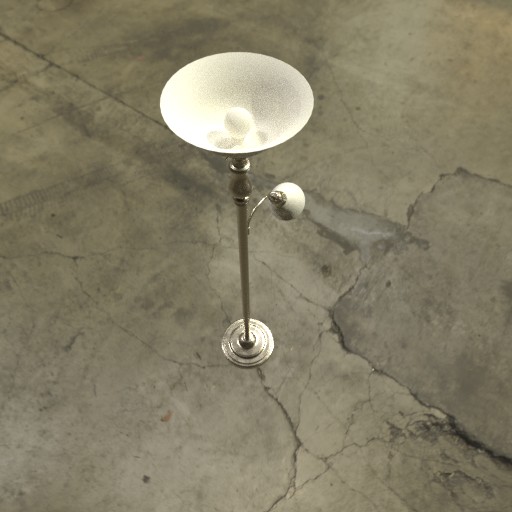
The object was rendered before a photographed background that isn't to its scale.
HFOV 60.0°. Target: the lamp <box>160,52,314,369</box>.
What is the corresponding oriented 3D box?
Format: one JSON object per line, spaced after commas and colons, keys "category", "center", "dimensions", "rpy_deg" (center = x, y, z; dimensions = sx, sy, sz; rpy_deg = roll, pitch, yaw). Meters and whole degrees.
{"category": "lamp", "center": [0.000, 0.000, 1.964], "dimensions": [0.405, 1.785, 0.575], "rpy_deg": [32, 63, 19]}
